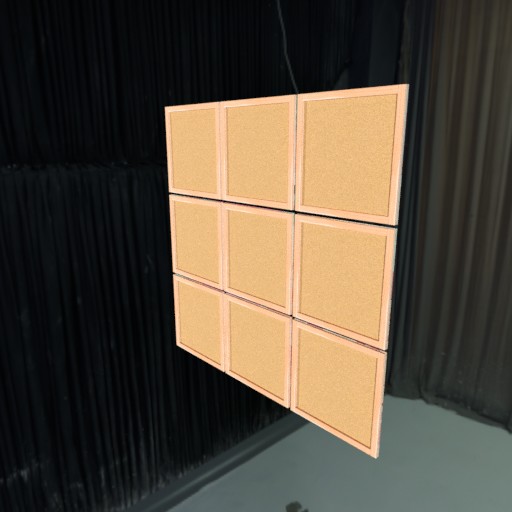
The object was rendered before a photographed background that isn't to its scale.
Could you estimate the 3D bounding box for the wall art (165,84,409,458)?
[{"bbox_3d":[0.000,0.000,1.354,0.012,0.910,0.911,-14,20,-42],"label":"wall art"}]
